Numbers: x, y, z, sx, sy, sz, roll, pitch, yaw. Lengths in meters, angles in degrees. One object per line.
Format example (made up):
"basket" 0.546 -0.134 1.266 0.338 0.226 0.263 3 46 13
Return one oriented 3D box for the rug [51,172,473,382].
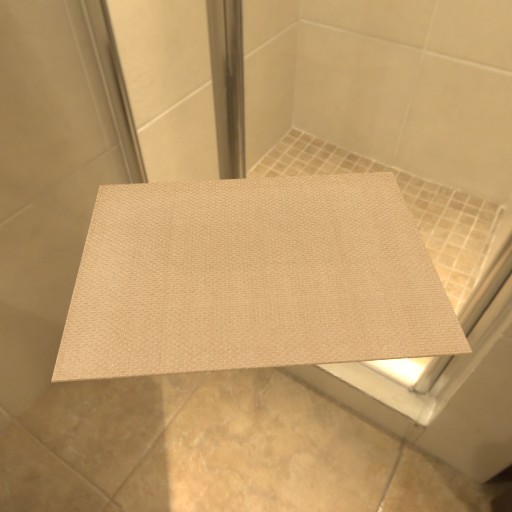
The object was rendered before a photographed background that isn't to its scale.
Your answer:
"rug" 0.000 0.000 2.743 2.144 0.013 1.509 -3 49 -3
